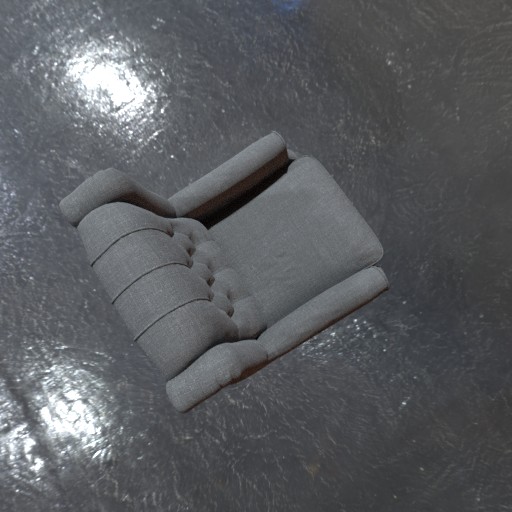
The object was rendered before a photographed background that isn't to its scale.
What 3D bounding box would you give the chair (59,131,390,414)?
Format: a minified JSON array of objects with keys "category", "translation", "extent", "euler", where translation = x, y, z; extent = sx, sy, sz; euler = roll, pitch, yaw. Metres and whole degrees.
[{"category":"chair","translation":[0.000,0.000,1.643],"extent":[0.898,1.035,0.742],"euler":[-32,77,-8]}]
